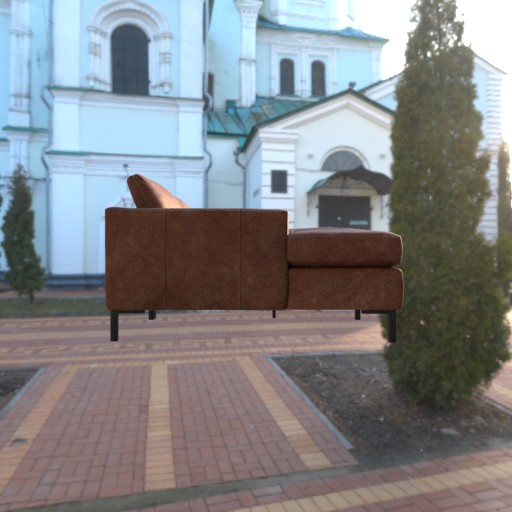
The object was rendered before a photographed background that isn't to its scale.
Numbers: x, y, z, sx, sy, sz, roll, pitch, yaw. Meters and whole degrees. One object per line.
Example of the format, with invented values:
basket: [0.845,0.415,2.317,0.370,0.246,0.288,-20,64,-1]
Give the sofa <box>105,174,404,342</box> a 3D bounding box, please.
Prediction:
sofa: [0.000,0.000,3.630,1.471,0.859,2.993,0,0,0]
